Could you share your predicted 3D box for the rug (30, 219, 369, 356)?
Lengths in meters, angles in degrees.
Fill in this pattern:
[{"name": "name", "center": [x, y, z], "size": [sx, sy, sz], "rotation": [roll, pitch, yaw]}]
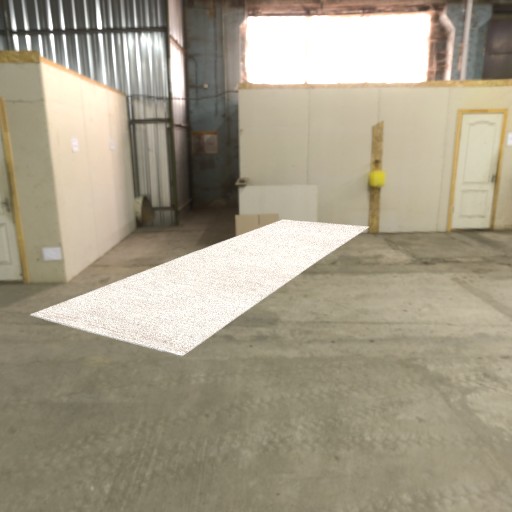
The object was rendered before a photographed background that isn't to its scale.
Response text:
[{"name": "rug", "center": [0.000, 0.000, 2.519], "size": [0.712, 0.013, 2.346], "rotation": [8, 17, 27]}]
